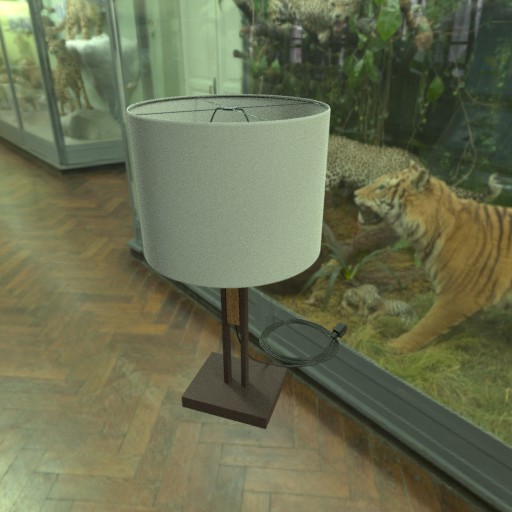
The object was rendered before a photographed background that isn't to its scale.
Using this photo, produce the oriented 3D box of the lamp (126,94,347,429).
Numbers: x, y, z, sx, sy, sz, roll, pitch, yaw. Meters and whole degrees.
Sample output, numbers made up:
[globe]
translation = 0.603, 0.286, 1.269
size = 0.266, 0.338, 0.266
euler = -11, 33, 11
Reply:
[lamp]
translation = 0.000, 0.000, 1.001
size = 0.396, 0.668, 0.525
euler = 9, 27, 17
